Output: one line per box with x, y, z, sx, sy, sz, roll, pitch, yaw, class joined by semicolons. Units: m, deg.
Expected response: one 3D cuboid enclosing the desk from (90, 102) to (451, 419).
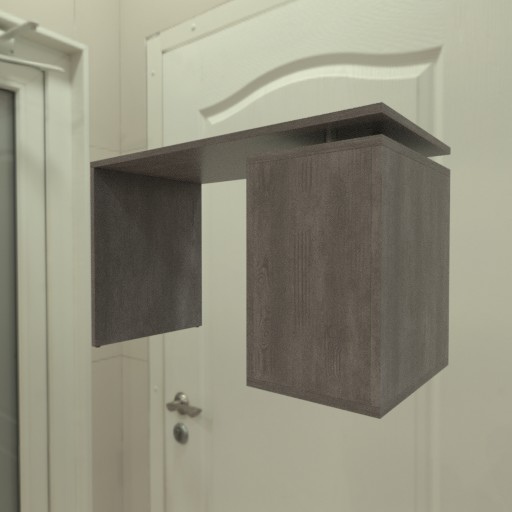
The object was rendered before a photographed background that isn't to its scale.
0.000;0.000;1.637;1.200;0.740;0.600;1;2;38;desk
